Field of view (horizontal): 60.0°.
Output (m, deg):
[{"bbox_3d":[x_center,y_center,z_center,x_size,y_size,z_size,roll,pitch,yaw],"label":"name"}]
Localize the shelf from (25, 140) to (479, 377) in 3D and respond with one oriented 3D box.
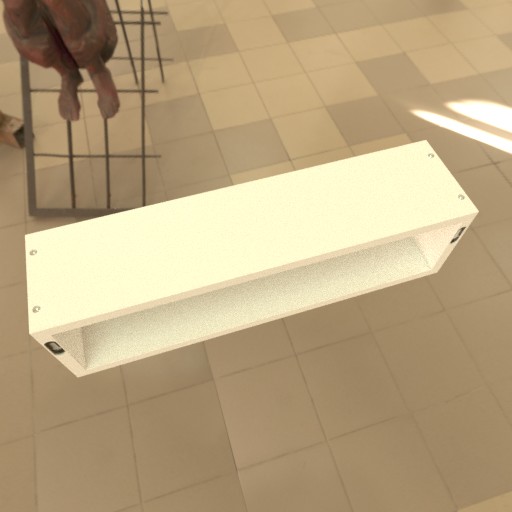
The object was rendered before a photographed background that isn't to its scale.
[{"bbox_3d":[0.000,0.000,0.683,0.610,0.170,0.150,-15,59,-9],"label":"shelf"}]
